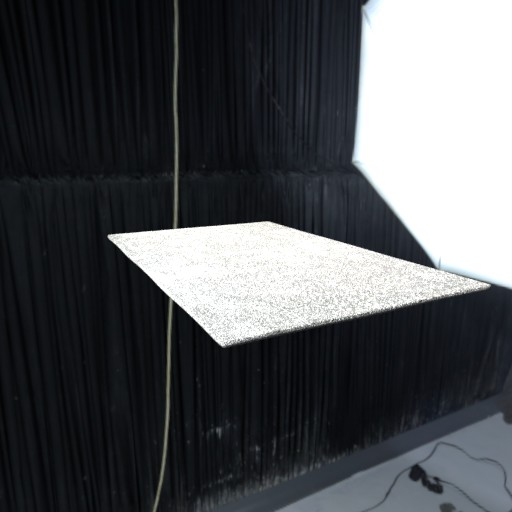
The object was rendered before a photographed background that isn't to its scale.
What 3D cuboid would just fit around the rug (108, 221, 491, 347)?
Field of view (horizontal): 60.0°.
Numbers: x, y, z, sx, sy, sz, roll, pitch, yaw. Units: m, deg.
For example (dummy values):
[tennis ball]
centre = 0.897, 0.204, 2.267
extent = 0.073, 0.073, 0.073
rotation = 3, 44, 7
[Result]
[rug]
centre = 0.000, 0.000, 2.941
extent = 1.502, 0.025, 2.350
rotation = -7, 15, -27
